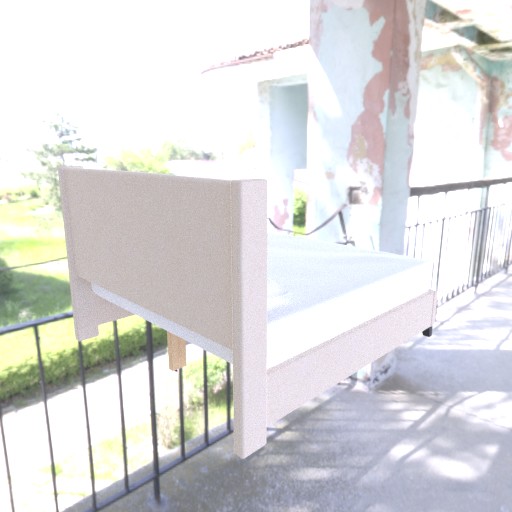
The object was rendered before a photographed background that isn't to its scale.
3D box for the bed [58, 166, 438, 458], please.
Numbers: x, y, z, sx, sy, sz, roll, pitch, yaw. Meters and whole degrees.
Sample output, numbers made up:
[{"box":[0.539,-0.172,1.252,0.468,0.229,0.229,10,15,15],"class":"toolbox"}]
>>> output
[{"box":[0.000,0.000,3.697,2.293,1.471,2.145,-13,19,-43],"class":"bed"}]
